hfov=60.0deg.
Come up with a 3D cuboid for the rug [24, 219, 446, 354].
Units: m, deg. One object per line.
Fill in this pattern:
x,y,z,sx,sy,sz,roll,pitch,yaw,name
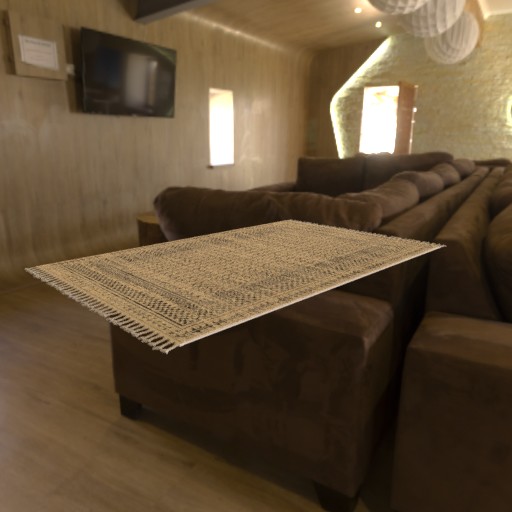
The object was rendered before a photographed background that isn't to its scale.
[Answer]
0.000,0.000,2.999,2.486,0.013,1.548,-14,20,-43,rug
